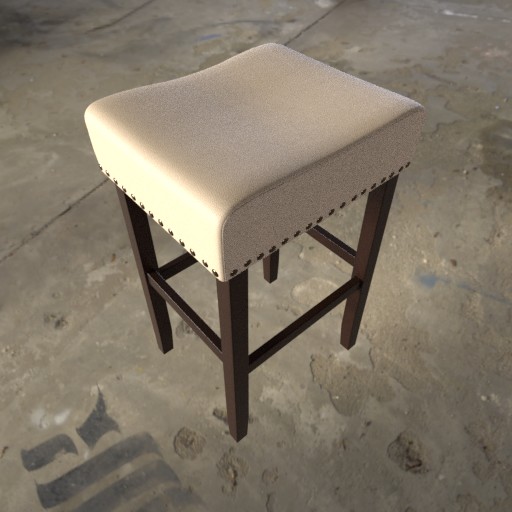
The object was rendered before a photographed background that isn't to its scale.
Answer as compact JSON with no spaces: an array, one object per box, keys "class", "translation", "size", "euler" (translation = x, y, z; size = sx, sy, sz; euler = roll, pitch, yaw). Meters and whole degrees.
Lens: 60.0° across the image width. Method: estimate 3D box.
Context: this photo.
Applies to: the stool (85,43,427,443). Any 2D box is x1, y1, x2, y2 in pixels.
[{"class":"stool","translation":[0.000,0.000,1.035],"size":[0.471,0.762,0.401],"euler":[-32,53,-27]}]
